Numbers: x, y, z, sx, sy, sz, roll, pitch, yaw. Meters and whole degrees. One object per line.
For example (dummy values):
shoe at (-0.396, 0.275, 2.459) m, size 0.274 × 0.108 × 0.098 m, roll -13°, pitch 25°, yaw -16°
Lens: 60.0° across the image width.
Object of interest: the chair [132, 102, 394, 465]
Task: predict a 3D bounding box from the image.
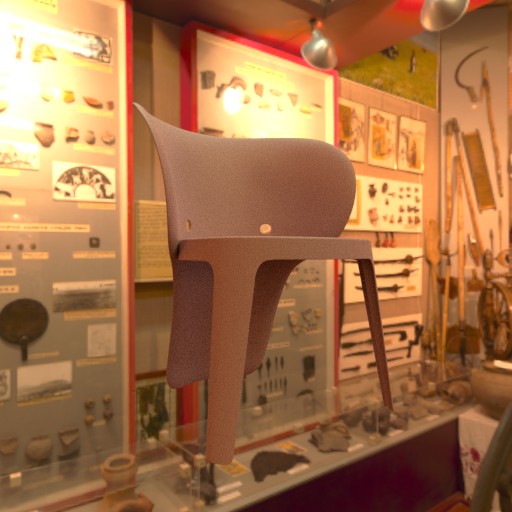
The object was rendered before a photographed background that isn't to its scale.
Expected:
chair at (0.000, 0.000, 0.832) m, size 0.451 × 0.554 × 0.402 m, roll 0°, pitch 0°, yaw -35°
